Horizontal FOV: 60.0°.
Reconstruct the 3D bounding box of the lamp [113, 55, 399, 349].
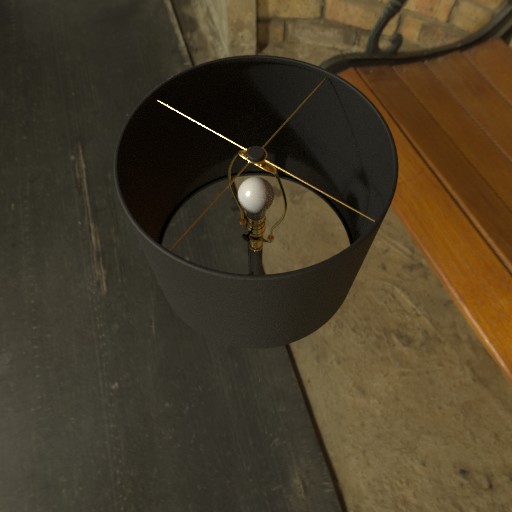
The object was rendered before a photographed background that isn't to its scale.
[{"bbox_3d":[0.000,0.000,0.821,0.359,0.584,0.359,32,67,15],"label":"lamp"}]
